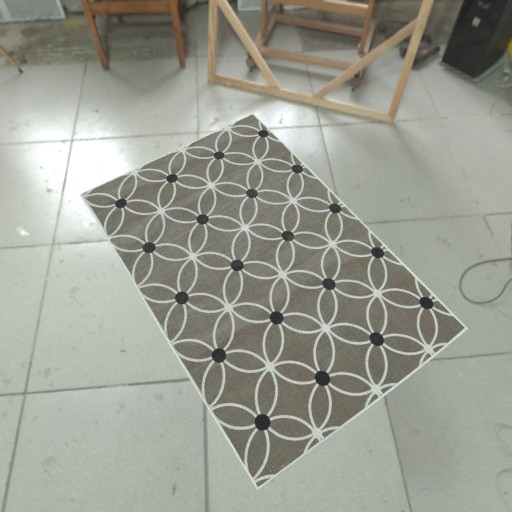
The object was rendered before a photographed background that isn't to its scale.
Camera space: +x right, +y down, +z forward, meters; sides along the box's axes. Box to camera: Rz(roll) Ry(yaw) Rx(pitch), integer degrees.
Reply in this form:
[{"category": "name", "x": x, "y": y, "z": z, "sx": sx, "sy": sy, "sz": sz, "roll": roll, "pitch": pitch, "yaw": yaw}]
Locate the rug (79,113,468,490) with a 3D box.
[{"category": "rug", "x": 0.000, "y": 0.000, "z": 2.902, "sx": 1.522, "sy": 0.008, "sz": 2.284, "roll": -30, "pitch": 63, "yaw": -17}]
